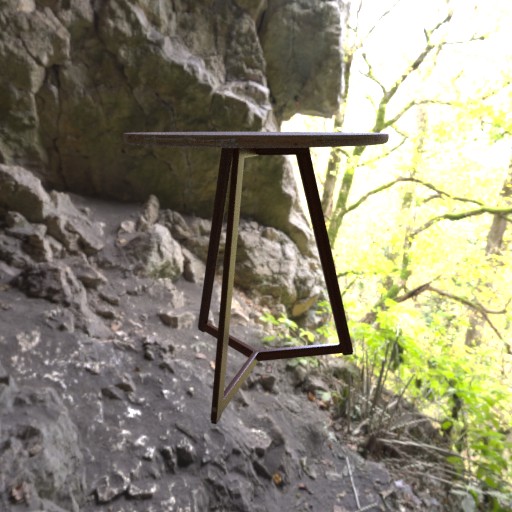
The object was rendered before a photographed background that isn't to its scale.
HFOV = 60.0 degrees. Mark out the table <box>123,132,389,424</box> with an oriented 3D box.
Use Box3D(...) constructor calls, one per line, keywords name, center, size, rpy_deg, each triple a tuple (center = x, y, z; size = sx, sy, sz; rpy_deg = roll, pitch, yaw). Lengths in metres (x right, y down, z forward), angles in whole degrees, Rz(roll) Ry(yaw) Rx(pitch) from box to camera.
Box3D(name="table", center=(0.000, 0.000, 0.935), size=(0.500, 0.500, 0.500), rpy_deg=(0, 16, 0))
